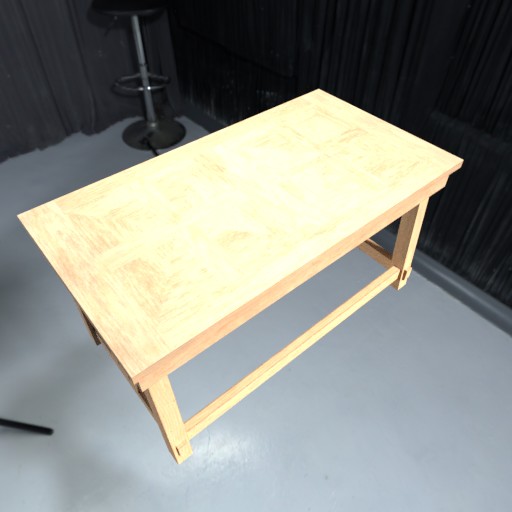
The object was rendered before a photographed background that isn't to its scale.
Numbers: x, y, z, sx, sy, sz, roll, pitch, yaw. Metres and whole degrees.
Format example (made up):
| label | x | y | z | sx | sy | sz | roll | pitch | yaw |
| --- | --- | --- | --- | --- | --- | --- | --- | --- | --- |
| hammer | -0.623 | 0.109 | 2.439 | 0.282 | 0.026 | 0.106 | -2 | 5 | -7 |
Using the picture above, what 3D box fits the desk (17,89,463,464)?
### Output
| label | x | y | z | sx | sy | sz | roll | pitch | yaw |
| --- | --- | --- | --- | --- | --- | --- | --- | --- | --- |
| desk | 0.000 | 0.000 | 1.940 | 1.499 | 0.762 | 0.813 | -31 | 54 | -26 |
